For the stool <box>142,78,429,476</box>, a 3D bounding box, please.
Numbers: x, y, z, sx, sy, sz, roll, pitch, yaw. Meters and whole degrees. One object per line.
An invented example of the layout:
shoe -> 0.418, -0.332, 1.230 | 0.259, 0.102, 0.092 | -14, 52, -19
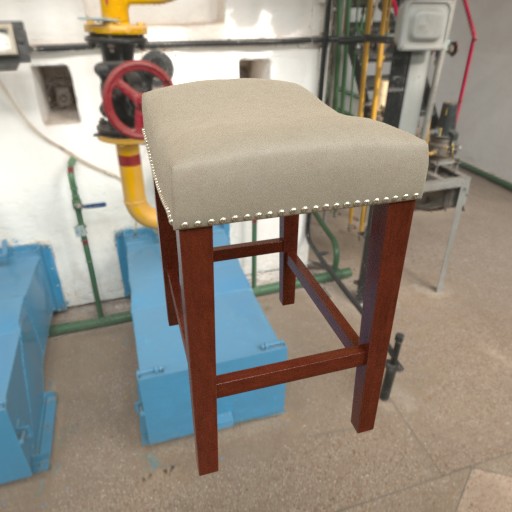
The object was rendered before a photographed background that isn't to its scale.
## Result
stool -> 0.000, 0.000, 0.921 | 0.375, 0.632, 0.509 | -9, 31, -14
